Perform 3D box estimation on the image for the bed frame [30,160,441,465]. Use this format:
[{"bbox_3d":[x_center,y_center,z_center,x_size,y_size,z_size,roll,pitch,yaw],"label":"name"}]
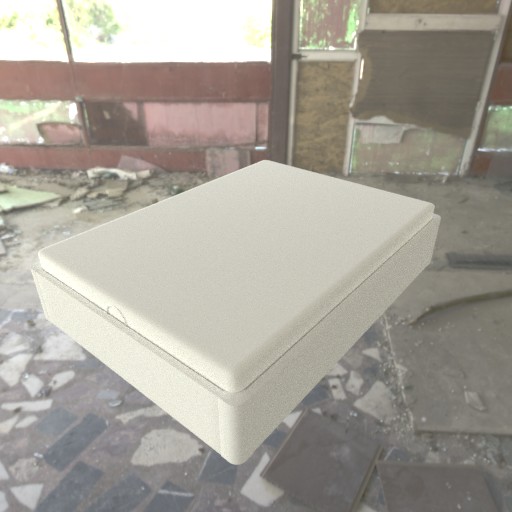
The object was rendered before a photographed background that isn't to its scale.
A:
[{"bbox_3d":[0.000,0.000,2.519,1.400,0.406,1.900,23,38,33],"label":"bed frame"}]
